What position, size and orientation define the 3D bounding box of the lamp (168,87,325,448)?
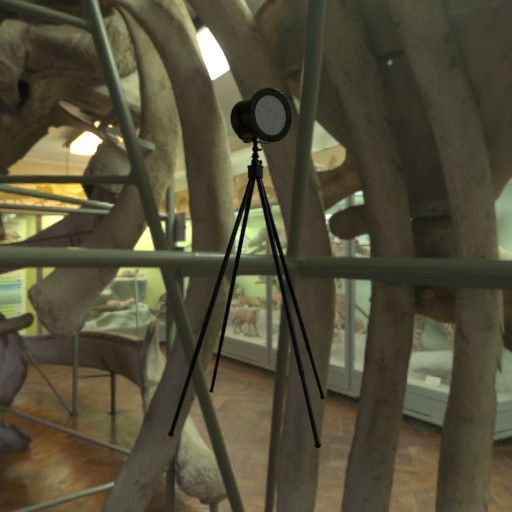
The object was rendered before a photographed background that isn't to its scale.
[{"bbox_3d":[0.000,0.000,2.086,0.879,1.504,0.884,0,0,-34],"label":"lamp"}]
